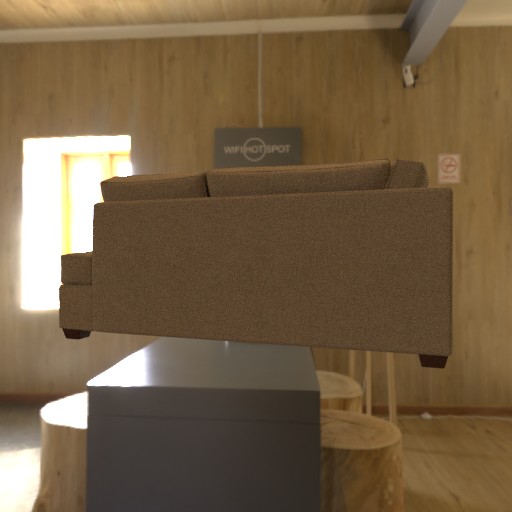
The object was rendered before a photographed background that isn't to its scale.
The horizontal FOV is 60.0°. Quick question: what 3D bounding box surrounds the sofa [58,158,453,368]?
[{"bbox_3d":[0.000,0.000,2.853,2.238,1.019,1.110,0,0,19],"label":"sofa"}]
